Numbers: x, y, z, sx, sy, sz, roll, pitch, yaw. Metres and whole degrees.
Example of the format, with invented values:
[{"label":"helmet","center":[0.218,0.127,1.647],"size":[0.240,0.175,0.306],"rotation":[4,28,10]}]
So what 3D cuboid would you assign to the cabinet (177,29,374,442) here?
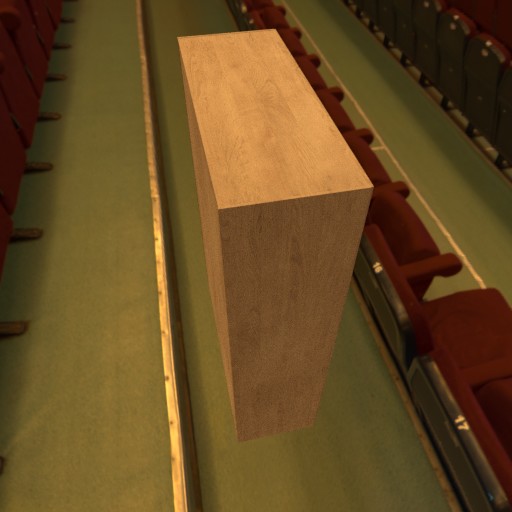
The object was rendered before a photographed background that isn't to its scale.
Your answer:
[{"label":"cabinet","center":[0.000,0.000,2.485],"size":[0.510,1.910,1.290],"rotation":[-9,48,-8]}]
